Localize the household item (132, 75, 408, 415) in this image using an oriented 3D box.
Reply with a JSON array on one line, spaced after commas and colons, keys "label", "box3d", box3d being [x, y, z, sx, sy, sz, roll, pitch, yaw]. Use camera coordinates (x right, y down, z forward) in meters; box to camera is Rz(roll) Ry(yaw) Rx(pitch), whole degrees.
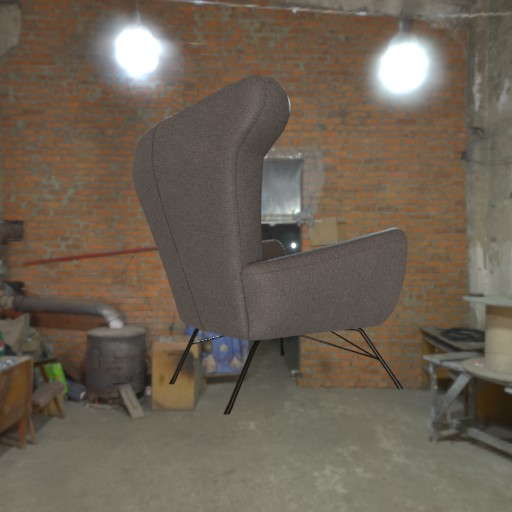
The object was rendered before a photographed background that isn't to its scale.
[{"label": "household item", "box3d": [0.000, 0.000, 1.803, 0.900, 1.050, 0.980, 0, 0, -35]}]
